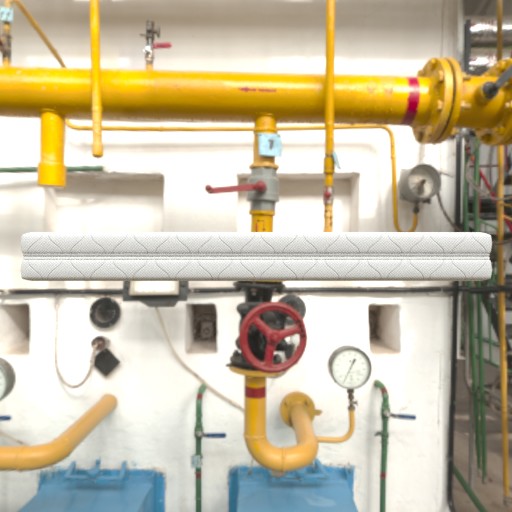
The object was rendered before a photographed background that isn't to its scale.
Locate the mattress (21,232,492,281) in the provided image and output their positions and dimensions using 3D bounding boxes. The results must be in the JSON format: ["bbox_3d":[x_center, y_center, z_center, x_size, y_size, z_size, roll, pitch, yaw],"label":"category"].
[{"bbox_3d":[0.000,0.000,2.479,1.900,0.200,1.400,0,0,0],"label":"mattress"}]
